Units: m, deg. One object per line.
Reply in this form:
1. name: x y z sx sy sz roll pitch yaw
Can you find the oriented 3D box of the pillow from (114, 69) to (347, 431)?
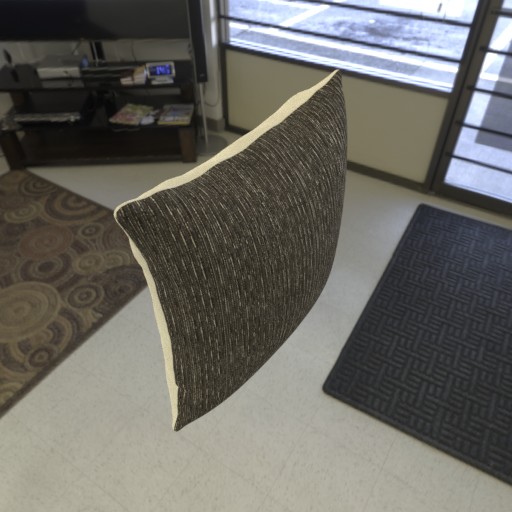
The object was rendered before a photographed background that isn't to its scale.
1. pillow: 0.000 0.000 0.675 0.196 0.434 0.433 26 49 25
